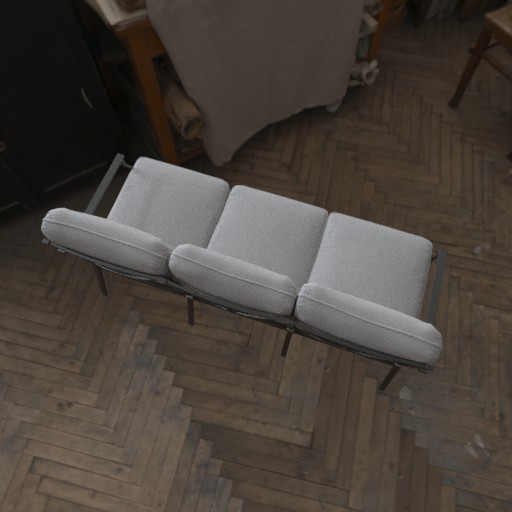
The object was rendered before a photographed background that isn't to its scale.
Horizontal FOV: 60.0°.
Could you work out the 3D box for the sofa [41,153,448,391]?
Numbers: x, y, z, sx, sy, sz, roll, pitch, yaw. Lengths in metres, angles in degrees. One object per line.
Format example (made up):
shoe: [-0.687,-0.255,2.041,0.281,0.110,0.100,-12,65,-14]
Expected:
sofa: [0.000,0.000,2.222,1.740,0.860,0.787,17,66,8]
